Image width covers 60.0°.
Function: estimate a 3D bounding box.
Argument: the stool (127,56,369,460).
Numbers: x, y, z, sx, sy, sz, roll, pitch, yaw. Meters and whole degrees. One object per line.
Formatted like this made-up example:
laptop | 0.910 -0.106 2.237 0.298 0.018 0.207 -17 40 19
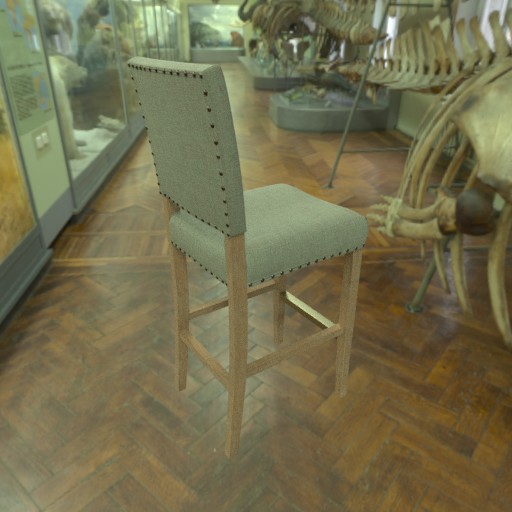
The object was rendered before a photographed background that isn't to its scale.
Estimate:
stool | 0.000 0.000 1.468 0.585 1.203 0.445 -18 32 -31
